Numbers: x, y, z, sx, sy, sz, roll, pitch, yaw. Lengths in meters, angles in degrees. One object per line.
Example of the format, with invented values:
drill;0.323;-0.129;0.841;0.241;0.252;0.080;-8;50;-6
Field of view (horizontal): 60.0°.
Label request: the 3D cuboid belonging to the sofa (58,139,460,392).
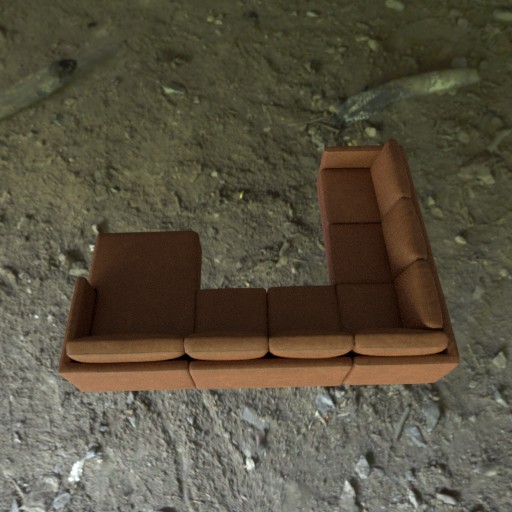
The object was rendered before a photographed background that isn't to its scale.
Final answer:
sofa;0.000;0.000;4.627;3.460;0.923;2.593;-1;59;-1
